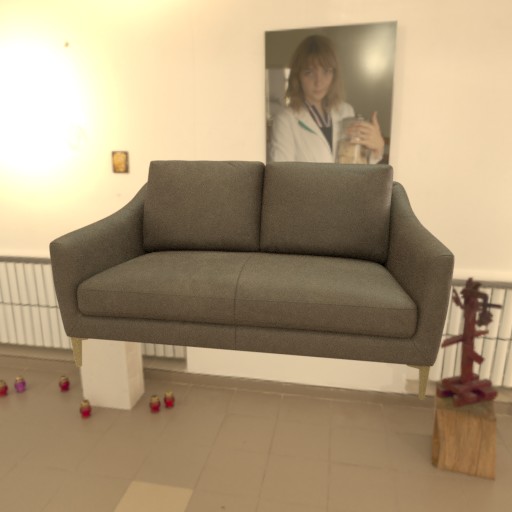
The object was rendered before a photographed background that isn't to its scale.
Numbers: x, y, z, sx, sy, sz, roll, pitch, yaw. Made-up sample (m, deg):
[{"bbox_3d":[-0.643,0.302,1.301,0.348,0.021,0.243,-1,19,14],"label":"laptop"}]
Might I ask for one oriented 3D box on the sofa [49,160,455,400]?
[{"bbox_3d":[0.000,0.000,2.192,1.619,0.902,0.960,3,14,10],"label":"sofa"}]
